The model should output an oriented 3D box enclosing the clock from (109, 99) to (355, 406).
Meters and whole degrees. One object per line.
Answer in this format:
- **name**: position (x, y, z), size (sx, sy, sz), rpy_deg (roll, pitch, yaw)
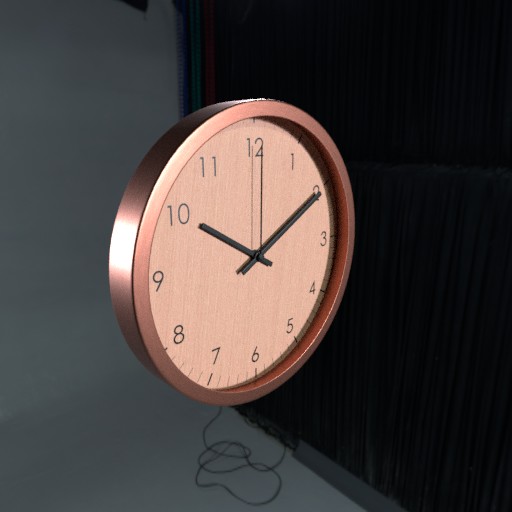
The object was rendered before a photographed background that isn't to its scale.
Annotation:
- **clock**: position (0.000, 0.000, 0.472), size (0.313, 0.313, 0.040), rpy_deg (-14, 20, -43)
